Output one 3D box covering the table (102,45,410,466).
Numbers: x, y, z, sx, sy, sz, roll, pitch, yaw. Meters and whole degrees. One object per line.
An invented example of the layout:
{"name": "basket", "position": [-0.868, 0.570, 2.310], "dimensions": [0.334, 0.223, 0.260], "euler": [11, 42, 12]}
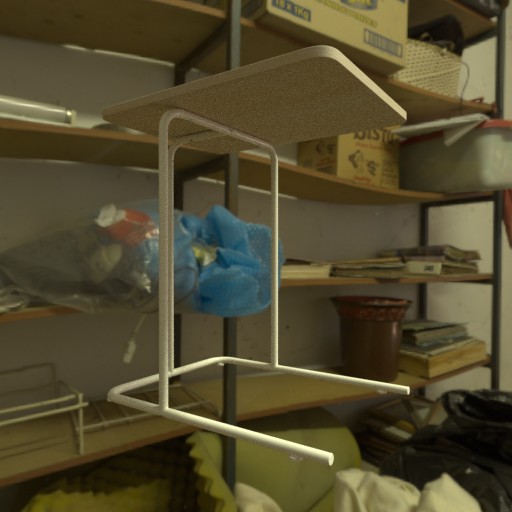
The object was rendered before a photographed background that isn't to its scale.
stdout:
{"name": "table", "position": [0.000, 0.000, 0.854], "dimensions": [0.480, 0.550, 0.370], "euler": [0, 0, 35]}
